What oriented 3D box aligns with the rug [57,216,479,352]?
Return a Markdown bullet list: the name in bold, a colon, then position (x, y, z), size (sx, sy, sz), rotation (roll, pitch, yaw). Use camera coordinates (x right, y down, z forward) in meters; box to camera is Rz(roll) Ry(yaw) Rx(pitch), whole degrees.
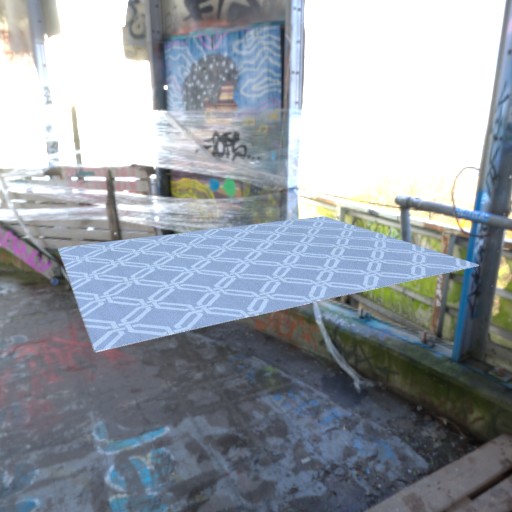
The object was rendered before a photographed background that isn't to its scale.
- **rug**: position (0.000, 0.000, 2.726), size (2.133, 0.013, 1.522), rotation (-9, 19, -27)
